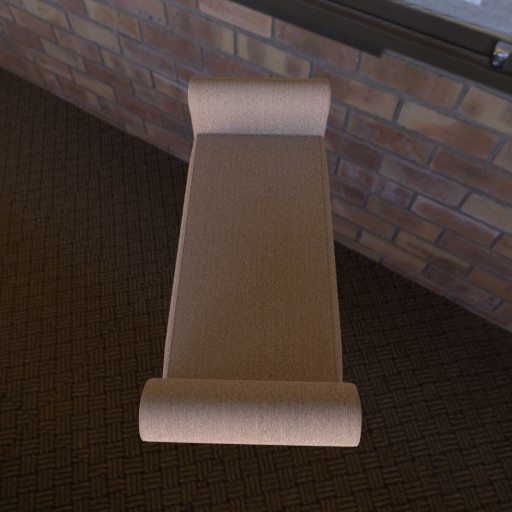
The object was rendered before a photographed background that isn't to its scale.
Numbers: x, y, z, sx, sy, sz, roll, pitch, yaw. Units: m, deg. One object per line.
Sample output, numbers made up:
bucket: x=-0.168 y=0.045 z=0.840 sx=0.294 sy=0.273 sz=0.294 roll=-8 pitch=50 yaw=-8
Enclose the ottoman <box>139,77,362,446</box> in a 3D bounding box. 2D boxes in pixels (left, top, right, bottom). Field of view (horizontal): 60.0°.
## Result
ottoman: x=0.000 y=0.000 z=1.525 sx=0.521 sy=0.547 sz=1.256 roll=1 pitch=59 yaw=1
